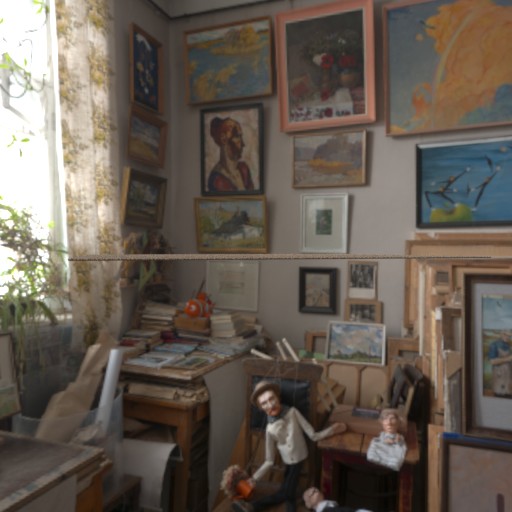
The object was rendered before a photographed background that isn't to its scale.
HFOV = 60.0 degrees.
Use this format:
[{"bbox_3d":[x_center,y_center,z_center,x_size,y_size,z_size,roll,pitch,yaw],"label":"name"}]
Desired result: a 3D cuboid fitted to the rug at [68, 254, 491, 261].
[{"bbox_3d":[0.000,0.000,4.081,3.048,0.013,2.439,0,1,-18],"label":"rug"}]
